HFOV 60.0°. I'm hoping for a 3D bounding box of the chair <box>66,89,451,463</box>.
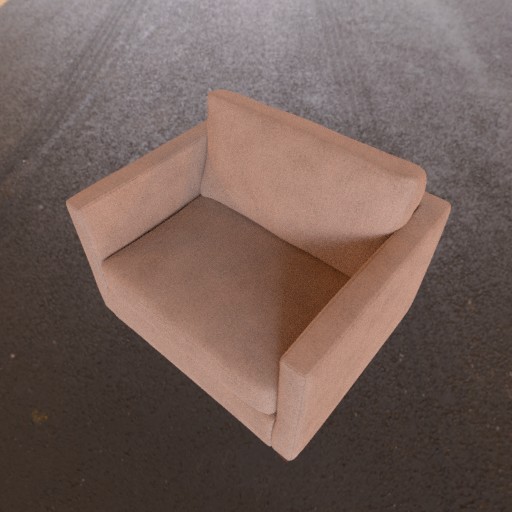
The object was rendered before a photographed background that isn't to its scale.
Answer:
[{"bbox_3d":[0.000,0.000,1.822,1.133,0.961,0.959,32,55,26],"label":"chair"}]
